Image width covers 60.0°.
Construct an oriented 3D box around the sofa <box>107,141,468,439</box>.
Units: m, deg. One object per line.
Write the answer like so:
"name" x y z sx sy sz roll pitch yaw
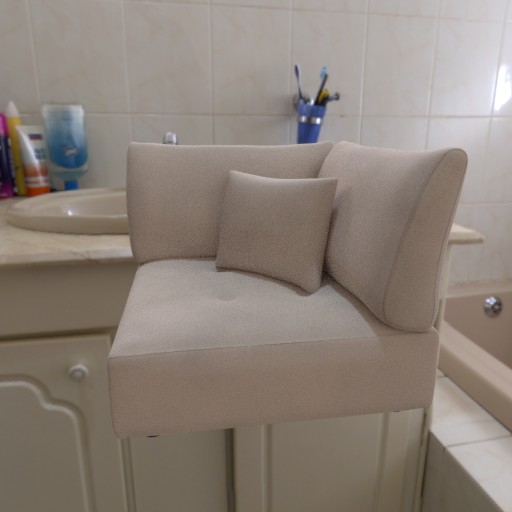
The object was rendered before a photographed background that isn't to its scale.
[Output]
"sofa" 0.000 0.000 1.655 1.000 0.820 1.000 -2 16 -9
